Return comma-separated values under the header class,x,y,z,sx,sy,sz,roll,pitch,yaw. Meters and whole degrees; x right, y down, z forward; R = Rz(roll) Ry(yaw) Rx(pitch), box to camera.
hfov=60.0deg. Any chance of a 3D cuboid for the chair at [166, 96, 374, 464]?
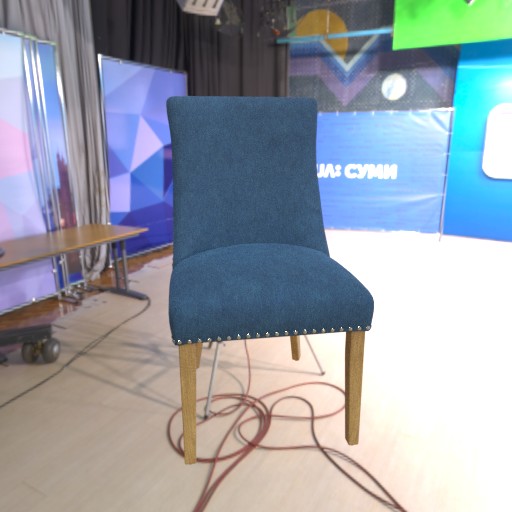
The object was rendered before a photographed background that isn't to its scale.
class,x,y,z,sx,sy,sz,roll,pitch,yaw
chair,0.000,0.000,1.281,0.495,0.902,0.610,-3,16,-9
